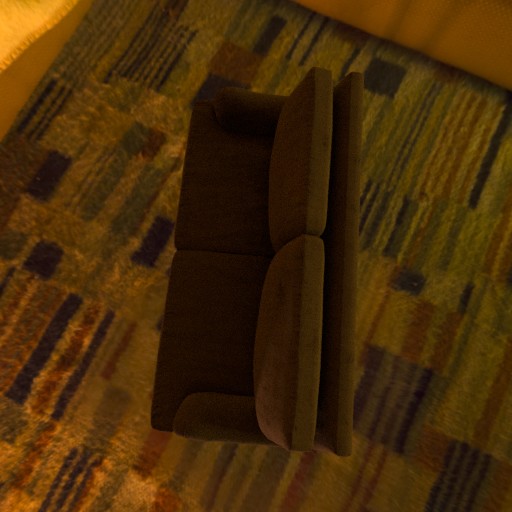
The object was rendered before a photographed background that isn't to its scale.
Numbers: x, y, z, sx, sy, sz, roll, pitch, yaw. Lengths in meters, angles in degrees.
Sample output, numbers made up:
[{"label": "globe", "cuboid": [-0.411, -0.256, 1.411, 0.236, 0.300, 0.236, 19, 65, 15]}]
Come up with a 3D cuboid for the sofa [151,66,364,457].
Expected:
[{"label": "sofa", "cuboid": [0.000, 0.000, 2.766, 1.086, 1.087, 2.165, 5, 76, 1]}]
